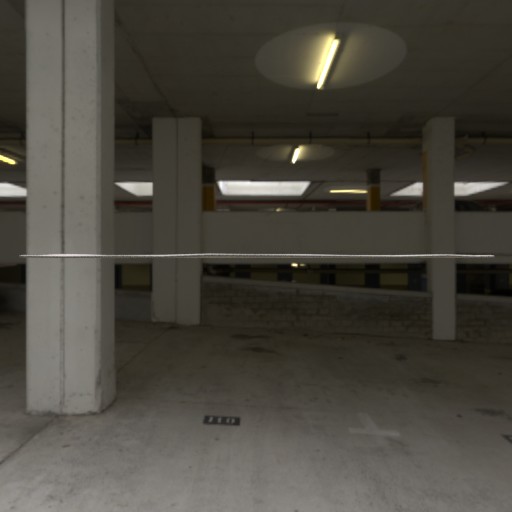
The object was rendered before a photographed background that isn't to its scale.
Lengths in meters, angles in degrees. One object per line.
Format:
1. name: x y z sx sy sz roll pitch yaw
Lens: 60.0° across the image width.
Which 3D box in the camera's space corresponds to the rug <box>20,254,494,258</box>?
1. rug: 0.000 0.000 1.058 0.869 0.008 0.511 0 0 0
